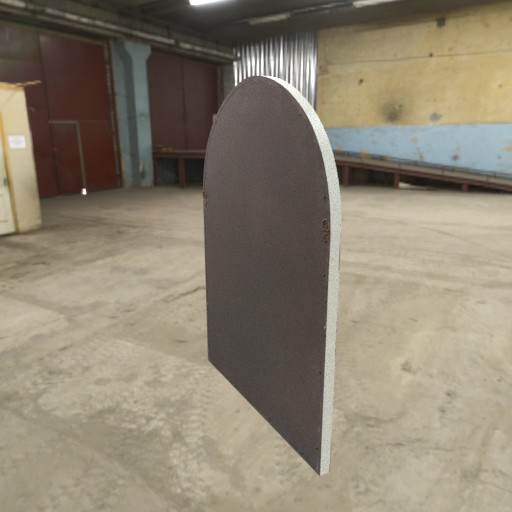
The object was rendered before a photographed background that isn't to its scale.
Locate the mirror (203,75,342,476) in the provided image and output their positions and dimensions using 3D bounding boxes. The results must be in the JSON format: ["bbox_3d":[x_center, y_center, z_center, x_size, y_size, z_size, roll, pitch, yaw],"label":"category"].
[{"bbox_3d":[0.000,0.000,1.214,0.032,0.920,0.660,-8,16,-28],"label":"mirror"}]
